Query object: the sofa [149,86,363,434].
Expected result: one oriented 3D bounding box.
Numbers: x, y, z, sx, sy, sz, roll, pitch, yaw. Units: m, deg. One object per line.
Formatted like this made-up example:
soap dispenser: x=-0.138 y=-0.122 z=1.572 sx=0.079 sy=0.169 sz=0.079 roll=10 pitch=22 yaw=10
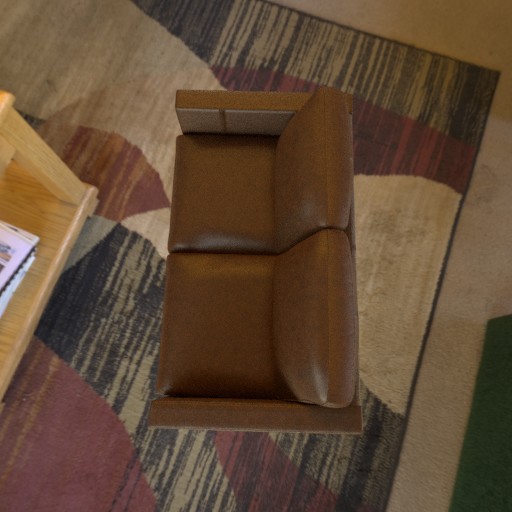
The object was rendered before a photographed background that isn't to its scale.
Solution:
sofa: x=0.000 y=0.000 z=2.190 sx=0.909 sy=0.951 sz=1.578 roll=1 pitch=75 yaw=0
